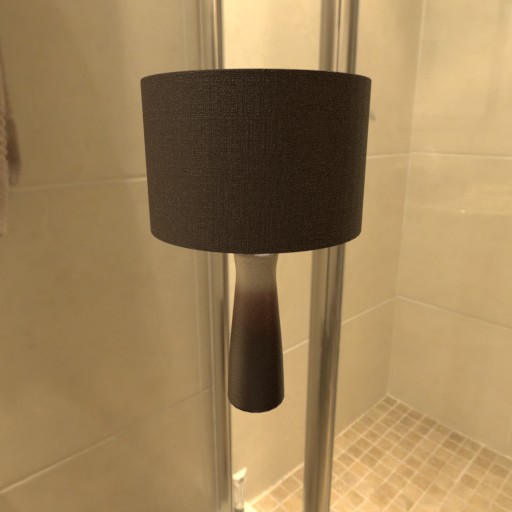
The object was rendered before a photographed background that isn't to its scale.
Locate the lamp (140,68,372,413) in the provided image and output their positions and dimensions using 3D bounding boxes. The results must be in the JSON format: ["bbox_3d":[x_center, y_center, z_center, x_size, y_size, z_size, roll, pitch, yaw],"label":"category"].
[{"bbox_3d":[0.000,0.000,0.666,0.303,0.488,0.303,0,16,0],"label":"lamp"}]
